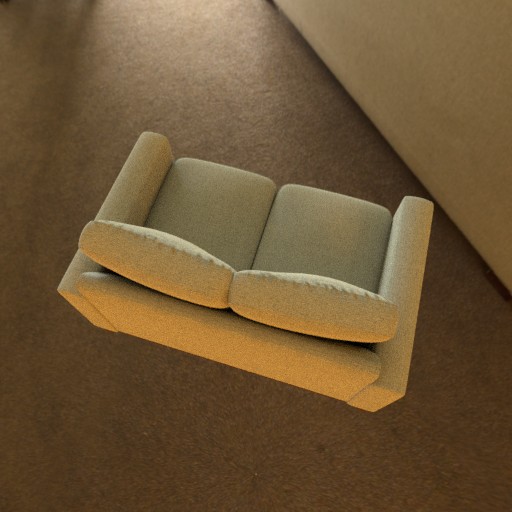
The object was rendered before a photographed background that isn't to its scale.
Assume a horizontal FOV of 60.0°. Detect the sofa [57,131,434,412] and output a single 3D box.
[{"bbox_3d":[0.000,0.000,2.030,1.420,0.873,0.917,15,65,7],"label":"sofa"}]
